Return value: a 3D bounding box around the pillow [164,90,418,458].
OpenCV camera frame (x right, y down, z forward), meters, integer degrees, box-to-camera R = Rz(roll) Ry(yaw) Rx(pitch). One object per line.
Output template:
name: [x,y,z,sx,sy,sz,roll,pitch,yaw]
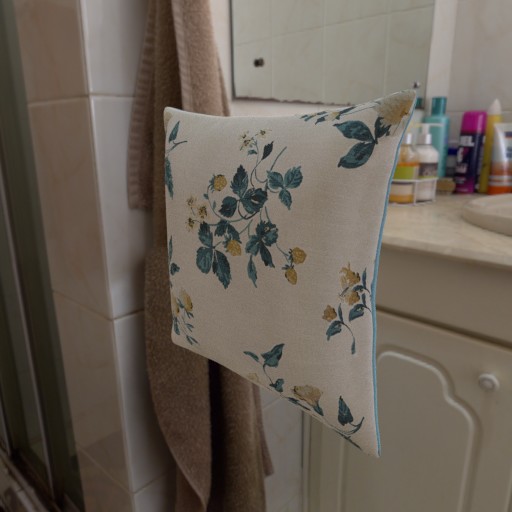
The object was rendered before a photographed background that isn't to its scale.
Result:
pillow: [0.000,0.000,0.762,0.166,0.507,0.526,-15,21,-42]
